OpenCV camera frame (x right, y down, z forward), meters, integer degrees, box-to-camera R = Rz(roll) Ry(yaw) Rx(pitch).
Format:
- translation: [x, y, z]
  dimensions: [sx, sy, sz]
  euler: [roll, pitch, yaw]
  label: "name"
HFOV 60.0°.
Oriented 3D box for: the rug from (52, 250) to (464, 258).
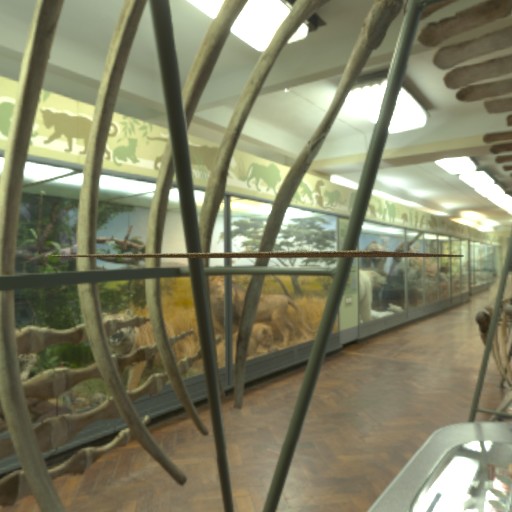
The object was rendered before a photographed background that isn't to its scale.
- translation: [0.000, 0.000, 2.794]
  dimensions: [2.141, 0.013, 1.566]
  euler: [0, -1, 36]
  label: "rug"
